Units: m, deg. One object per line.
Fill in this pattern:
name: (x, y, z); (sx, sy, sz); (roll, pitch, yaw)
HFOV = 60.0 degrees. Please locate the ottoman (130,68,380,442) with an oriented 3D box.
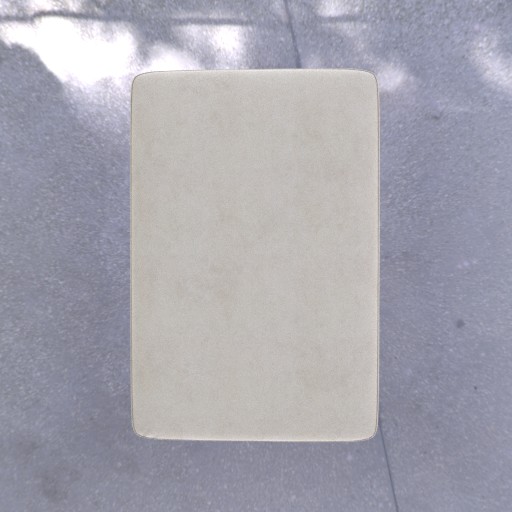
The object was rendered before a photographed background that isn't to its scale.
ottoman: (0.000, 0.000, 1.183); (0.584, 0.483, 0.864); (0, 91, 2)
